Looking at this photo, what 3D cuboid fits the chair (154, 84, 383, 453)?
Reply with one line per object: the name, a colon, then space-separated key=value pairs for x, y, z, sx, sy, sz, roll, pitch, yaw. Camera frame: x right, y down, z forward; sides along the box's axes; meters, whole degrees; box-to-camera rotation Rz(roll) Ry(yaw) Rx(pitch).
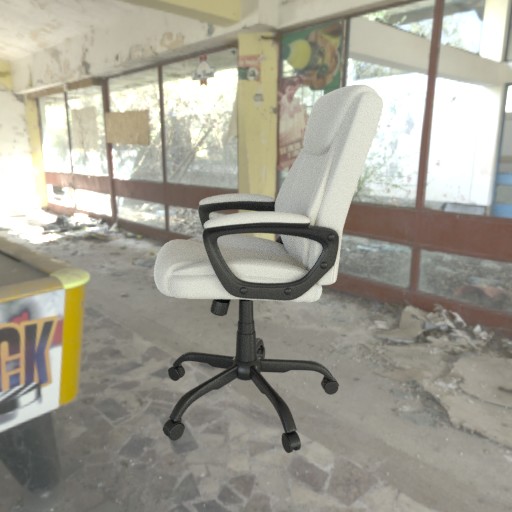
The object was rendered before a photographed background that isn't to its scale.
chair: x=0.000 y=0.000 z=1.489 sx=0.669 sy=1.065 sz=0.663 roll=-2 pitch=14 yaw=-8
